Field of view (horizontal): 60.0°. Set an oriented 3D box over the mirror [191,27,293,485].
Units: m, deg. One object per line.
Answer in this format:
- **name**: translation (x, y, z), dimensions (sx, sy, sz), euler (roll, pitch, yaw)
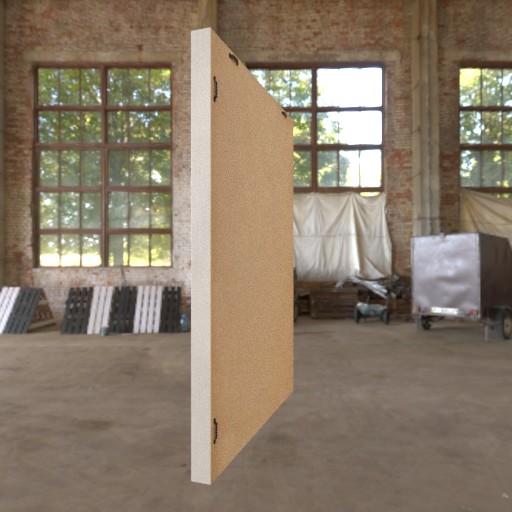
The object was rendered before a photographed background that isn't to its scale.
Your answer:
- **mirror**: translation (0.000, 0.000, 0.931), dimensions (0.039, 0.710, 0.507), euler (0, 0, 19)
